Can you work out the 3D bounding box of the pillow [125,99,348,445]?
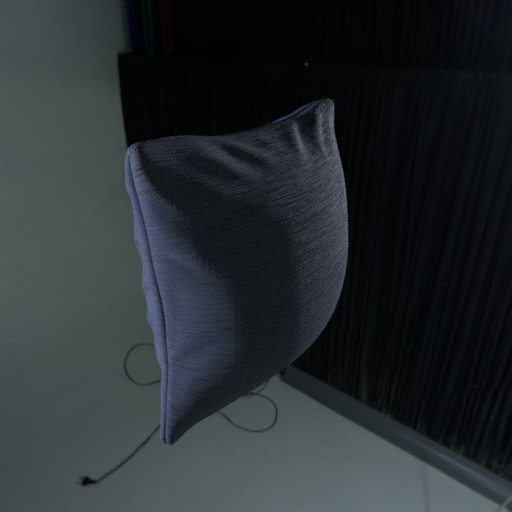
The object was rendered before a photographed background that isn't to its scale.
[{"bbox_3d":[0.000,0.000,0.673,0.246,0.414,0.432,17,31,31],"label":"pillow"}]
